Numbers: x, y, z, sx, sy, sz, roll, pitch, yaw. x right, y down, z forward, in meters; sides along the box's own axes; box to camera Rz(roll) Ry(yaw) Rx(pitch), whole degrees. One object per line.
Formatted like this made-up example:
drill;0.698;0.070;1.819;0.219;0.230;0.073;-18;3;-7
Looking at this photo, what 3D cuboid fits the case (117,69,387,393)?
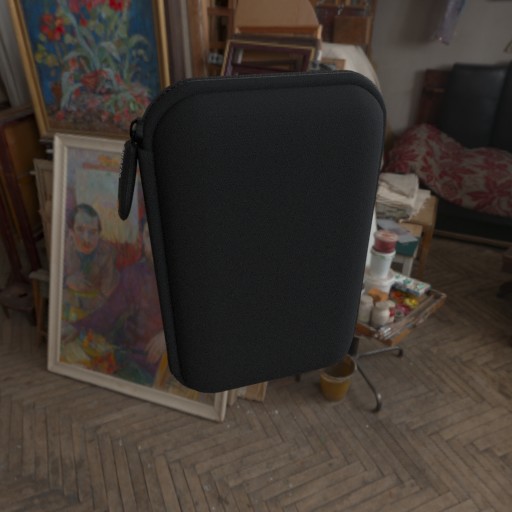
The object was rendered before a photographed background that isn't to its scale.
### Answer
case;0.000;0.000;0.192;0.107;0.147;0.030;-9;33;-14
